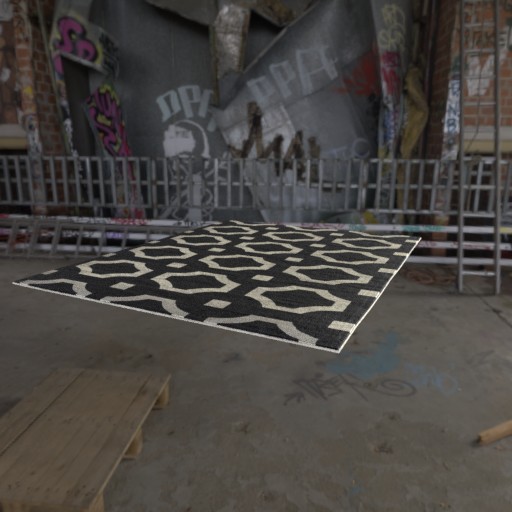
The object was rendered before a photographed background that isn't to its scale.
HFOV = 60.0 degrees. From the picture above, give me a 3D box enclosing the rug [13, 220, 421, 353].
[{"bbox_3d":[0.000,0.000,4.024,2.466,0.021,3.049,7,16,26],"label":"rug"}]
